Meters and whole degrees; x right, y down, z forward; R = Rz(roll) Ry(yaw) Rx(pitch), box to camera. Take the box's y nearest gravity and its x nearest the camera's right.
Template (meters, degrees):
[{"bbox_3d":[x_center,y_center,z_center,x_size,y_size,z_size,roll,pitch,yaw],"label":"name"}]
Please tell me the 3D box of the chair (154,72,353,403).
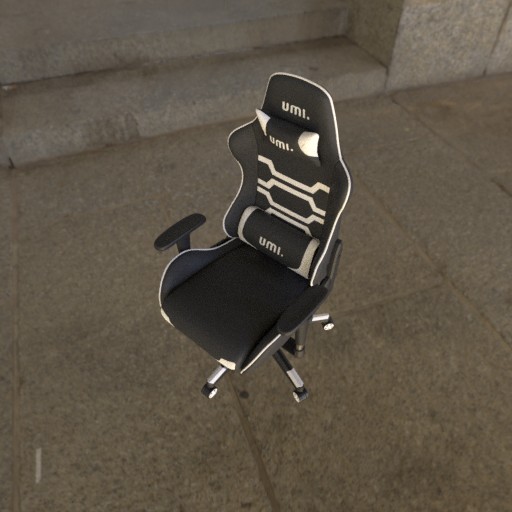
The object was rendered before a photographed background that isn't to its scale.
[{"bbox_3d":[0.000,0.000,1.677,0.700,1.240,0.700,31,53,27],"label":"chair"}]
